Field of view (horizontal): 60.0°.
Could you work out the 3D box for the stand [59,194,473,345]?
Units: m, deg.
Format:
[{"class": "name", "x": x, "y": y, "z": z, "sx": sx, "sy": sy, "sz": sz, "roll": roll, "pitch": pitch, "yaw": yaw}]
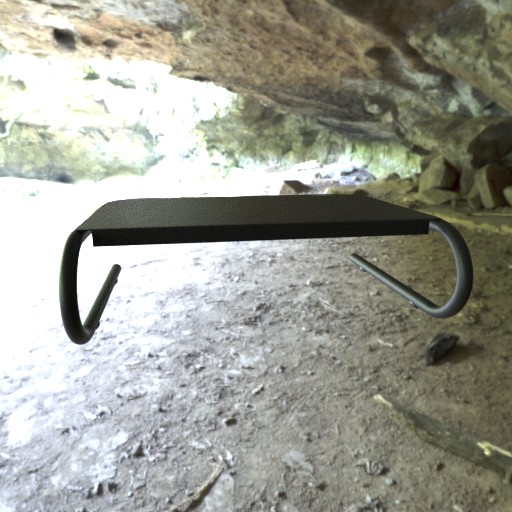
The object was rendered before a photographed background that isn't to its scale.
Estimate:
[{"class": "stand", "x": 0.000, "y": 0.000, "z": 0.517, "sx": 0.370, "sy": 0.108, "sz": 0.280, "roll": -3, "pitch": 15, "yaw": -9}]
